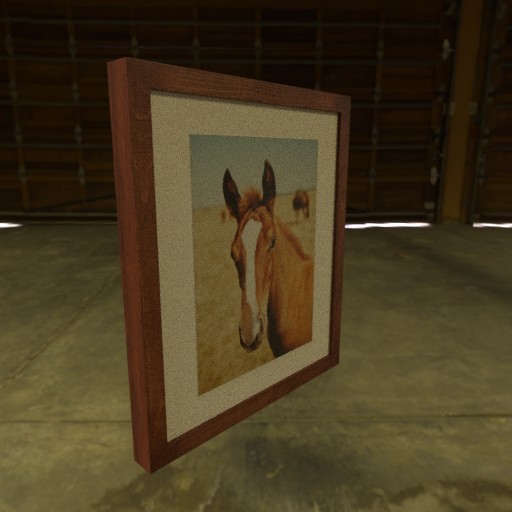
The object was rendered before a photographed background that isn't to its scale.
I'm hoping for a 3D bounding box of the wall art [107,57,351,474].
[{"bbox_3d":[0.000,0.000,0.519,0.030,0.381,0.330,12,17,42],"label":"wall art"}]
